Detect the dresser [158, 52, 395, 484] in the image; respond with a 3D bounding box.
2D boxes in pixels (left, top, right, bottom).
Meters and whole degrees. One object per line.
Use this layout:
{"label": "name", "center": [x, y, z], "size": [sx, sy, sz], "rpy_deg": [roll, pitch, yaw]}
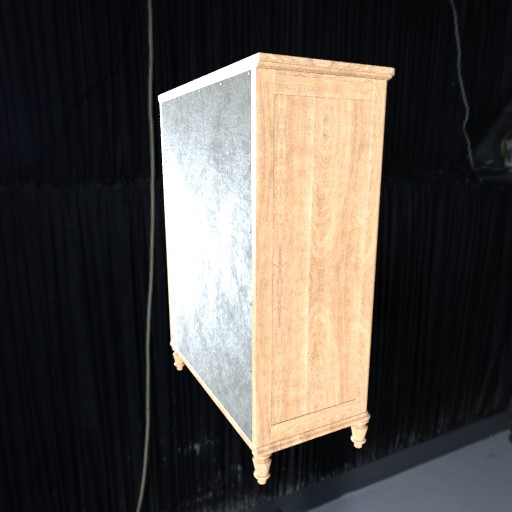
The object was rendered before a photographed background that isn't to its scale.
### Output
{"label": "dresser", "center": [0.000, 0.000, 1.810], "size": [0.484, 1.318, 0.973], "rpy_deg": [-7, 15, -26]}
